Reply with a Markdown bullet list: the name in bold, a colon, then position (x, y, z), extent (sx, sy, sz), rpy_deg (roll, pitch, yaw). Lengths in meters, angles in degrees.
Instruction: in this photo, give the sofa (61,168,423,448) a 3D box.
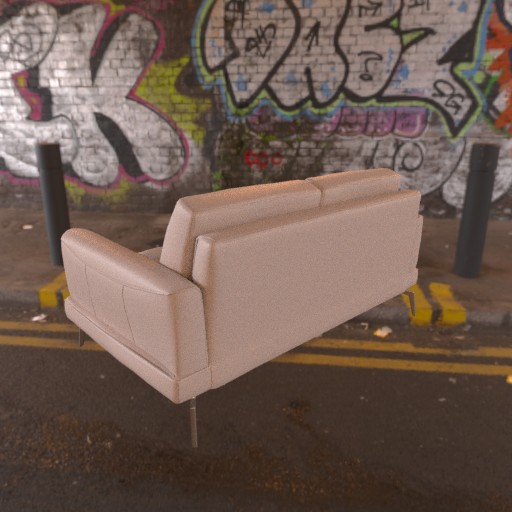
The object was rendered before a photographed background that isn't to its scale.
- **sofa**: position (0.000, 0.000, 2.474), extent (1.819, 0.930, 1.121), rpy_deg (-16, 24, -41)
